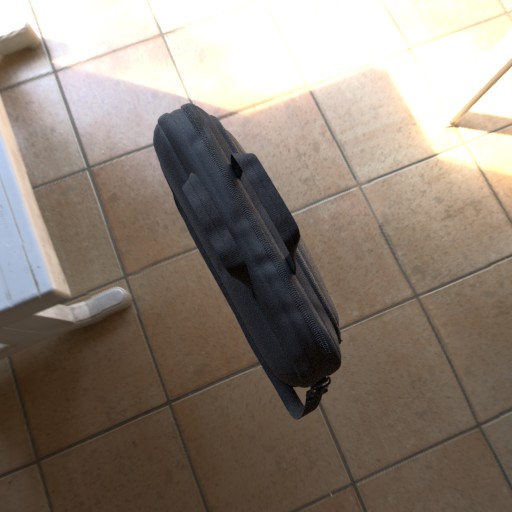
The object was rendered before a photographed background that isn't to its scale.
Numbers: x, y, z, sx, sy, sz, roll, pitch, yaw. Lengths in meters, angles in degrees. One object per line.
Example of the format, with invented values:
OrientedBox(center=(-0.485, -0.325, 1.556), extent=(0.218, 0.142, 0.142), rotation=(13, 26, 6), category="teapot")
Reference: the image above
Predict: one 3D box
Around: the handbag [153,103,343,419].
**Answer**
OrientedBox(center=(0.000, 0.000, 0.422), extent=(0.089, 0.244, 0.320), rotation=(-28, 78, -7), category="handbag")
